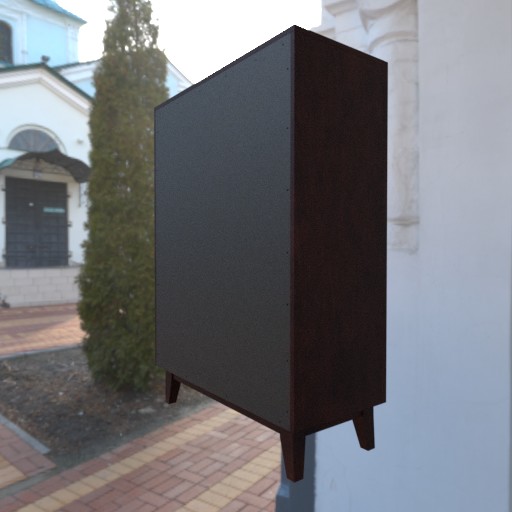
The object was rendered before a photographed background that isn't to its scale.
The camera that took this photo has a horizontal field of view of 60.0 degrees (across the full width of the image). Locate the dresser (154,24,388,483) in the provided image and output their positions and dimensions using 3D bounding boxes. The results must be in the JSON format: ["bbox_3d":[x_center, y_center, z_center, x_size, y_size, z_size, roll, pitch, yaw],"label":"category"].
[{"bbox_3d":[0.000,0.000,2.018,0.506,1.514,1.072,-1,1,-37],"label":"dresser"}]
